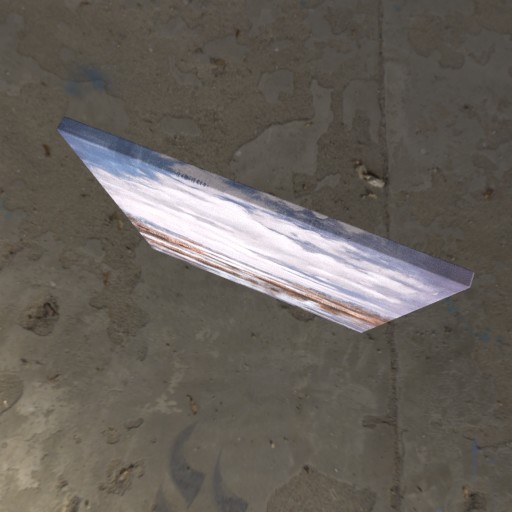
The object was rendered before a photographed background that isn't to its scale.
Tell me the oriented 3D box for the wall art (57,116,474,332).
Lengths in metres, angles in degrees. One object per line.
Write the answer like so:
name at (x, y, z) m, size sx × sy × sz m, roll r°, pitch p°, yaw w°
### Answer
wall art at (0.000, 0.000, 1.316) m, size 0.888 × 0.897 × 0.035 m, roll 22°, pitch 76°, yaw 6°
